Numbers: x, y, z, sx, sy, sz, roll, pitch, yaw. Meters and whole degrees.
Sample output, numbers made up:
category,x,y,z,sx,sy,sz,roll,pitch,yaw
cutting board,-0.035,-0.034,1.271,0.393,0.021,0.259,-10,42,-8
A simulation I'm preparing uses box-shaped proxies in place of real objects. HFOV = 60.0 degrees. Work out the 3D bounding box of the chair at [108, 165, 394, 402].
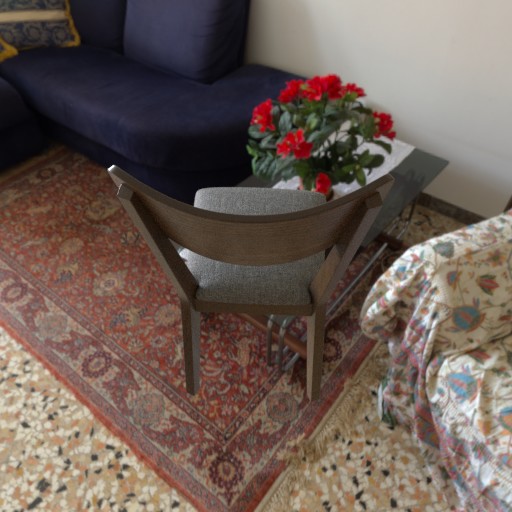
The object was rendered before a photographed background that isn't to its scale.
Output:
category,x,y,z,sx,sy,sz,roll,pitch,yaw
chair,0.000,0.000,1.194,0.491,0.849,0.583,2,46,2
